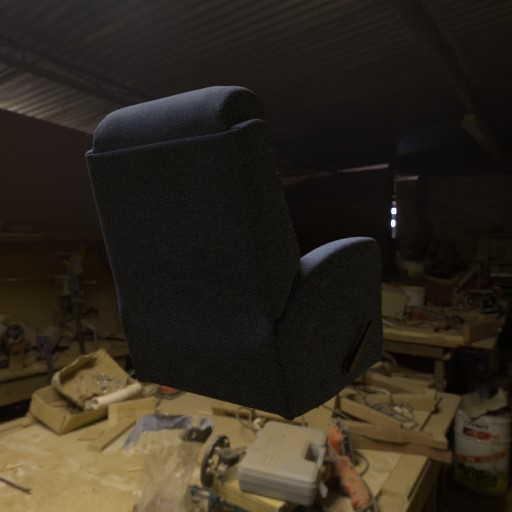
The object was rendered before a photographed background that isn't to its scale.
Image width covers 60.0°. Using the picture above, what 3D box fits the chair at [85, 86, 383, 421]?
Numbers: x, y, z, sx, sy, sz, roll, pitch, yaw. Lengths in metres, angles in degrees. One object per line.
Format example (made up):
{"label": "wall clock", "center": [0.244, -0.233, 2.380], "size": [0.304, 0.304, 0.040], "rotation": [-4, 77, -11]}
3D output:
{"label": "chair", "center": [0.000, 0.000, 1.716], "size": [0.798, 1.013, 1.043], "rotation": [1, 2, 34]}
